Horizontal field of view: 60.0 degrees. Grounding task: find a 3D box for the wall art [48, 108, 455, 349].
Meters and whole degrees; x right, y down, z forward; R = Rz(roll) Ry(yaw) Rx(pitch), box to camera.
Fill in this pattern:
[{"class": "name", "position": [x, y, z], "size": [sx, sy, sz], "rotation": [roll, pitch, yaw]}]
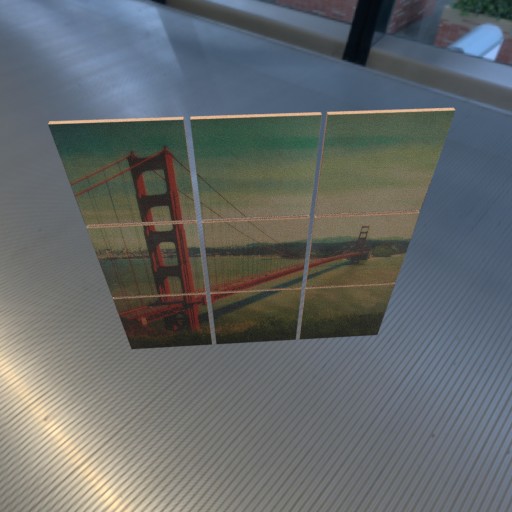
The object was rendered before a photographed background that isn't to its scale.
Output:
[{"class": "wall art", "position": [0.000, 0.000, 1.326], "size": [0.917, 0.910, 0.012], "rotation": [-3, 46, -3]}]
